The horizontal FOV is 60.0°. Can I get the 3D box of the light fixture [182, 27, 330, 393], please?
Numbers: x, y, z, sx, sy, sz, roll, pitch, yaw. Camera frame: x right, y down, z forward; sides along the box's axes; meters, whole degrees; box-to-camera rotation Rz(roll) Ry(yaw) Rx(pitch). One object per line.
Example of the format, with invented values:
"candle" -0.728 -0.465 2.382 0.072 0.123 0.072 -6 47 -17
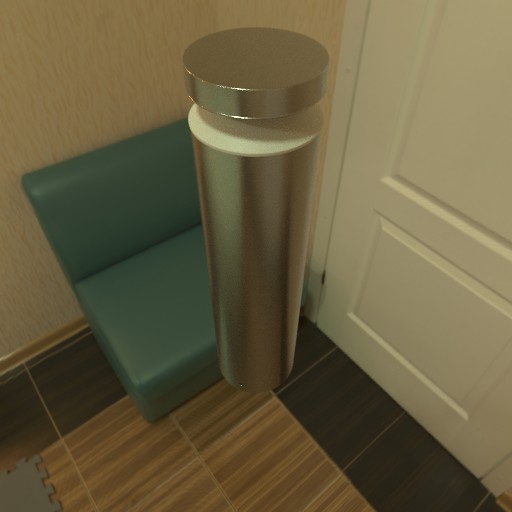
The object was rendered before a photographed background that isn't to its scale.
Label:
"light fixture" 0.000 0.000 0.447 0.102 0.400 0.102 17 49 15
